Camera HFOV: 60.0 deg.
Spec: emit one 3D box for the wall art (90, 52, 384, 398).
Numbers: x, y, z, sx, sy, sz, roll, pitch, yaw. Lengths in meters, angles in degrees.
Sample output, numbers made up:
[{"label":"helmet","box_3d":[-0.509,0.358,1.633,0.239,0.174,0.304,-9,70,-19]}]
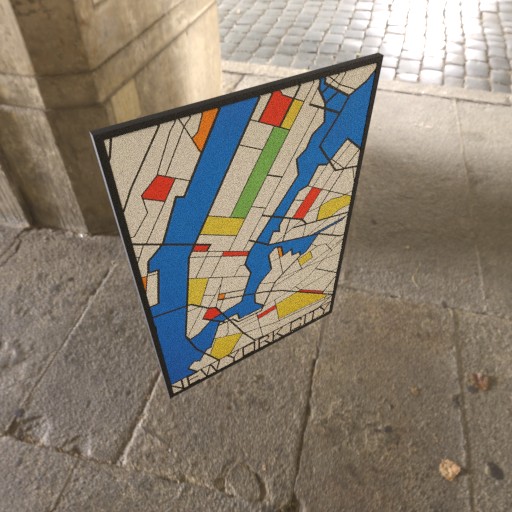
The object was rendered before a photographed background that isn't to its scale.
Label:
[{"label":"wall art","box_3d":[0.000,0.000,0.842,0.457,0.657,0.013,-24,50,-21]}]
